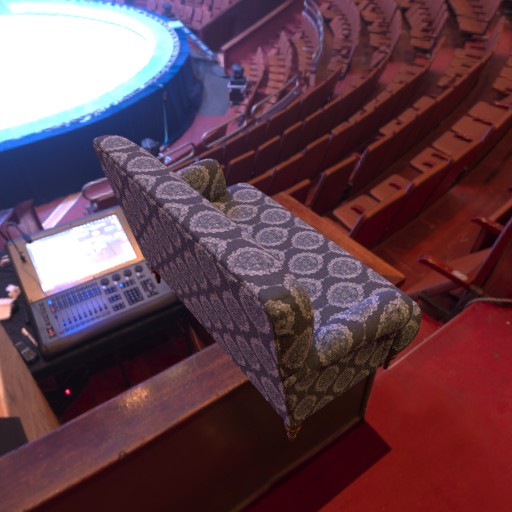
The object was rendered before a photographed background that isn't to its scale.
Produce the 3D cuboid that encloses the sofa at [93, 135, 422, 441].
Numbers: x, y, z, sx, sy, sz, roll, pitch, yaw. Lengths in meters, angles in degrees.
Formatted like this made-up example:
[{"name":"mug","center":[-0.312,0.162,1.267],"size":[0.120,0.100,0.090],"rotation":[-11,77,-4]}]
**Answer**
[{"name":"sofa","center":[0.000,0.000,1.851],"size":[0.779,0.867,1.297],"rotation":[-26,47,-27]}]
